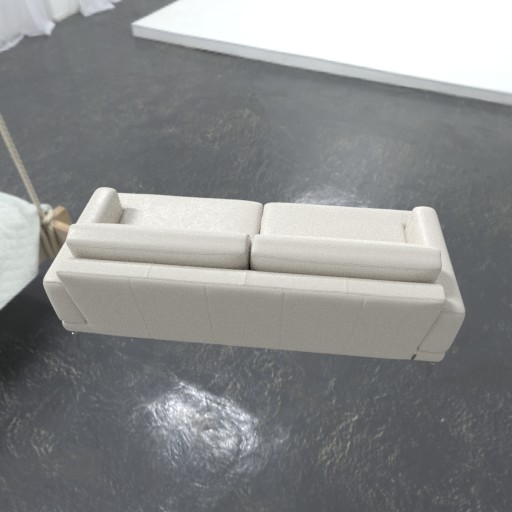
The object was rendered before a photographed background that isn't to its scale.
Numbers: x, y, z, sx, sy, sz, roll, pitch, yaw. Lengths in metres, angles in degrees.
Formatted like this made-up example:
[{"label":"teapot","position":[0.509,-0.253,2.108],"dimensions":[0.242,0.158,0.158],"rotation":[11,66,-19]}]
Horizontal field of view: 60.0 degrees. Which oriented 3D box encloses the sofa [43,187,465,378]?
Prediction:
[{"label":"sofa","position":[0.000,0.000,2.369],"dimensions":[1.940,0.765,0.974],"rotation":[4,45,4]}]
